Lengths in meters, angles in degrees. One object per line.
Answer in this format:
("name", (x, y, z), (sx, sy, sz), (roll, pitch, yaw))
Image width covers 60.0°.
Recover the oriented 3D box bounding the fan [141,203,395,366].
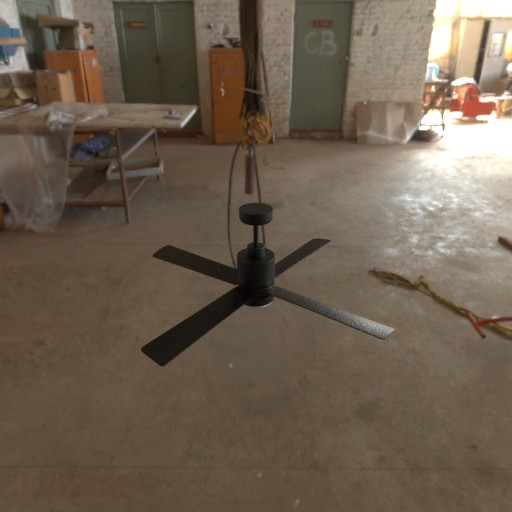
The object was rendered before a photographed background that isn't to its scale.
("fan", (0.000, 0.000, 2.351), (1.525, 0.534, 1.525), (18, 32, 32))
